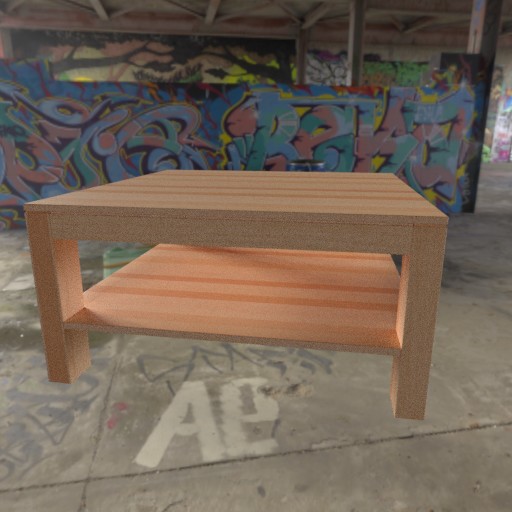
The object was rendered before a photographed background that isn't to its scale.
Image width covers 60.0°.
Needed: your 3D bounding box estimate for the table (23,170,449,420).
[{"bbox_3d":[0.000,0.000,1.403,0.900,0.450,0.900,3,16,10],"label":"table"}]
